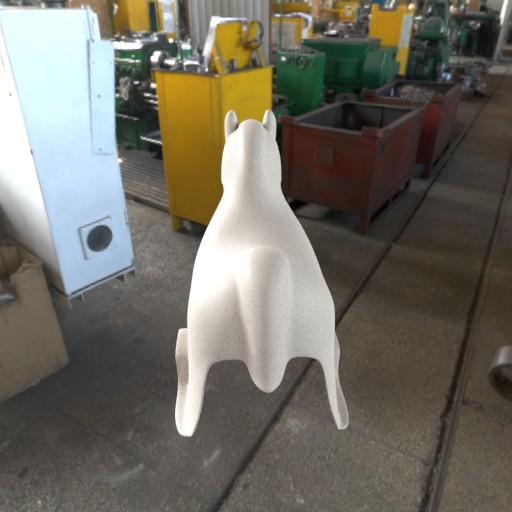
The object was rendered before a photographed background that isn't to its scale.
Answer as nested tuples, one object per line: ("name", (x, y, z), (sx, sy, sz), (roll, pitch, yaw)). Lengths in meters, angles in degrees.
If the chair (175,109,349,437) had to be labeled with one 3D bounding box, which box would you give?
("chair", (0.000, 0.000, 1.132), (0.429, 0.612, 0.800), (-2, 30, -3))
